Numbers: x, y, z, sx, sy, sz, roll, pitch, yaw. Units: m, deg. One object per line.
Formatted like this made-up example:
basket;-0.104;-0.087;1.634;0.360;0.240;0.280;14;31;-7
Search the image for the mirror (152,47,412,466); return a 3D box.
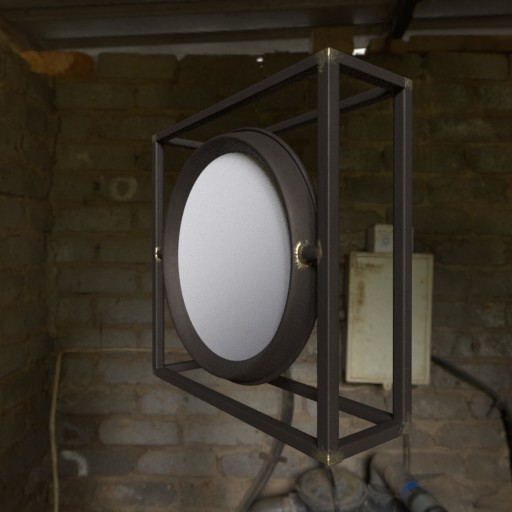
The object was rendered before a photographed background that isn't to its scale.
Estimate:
mirror;0.000;0.000;0.472;0.107;0.303;0.306;0;0;-37
